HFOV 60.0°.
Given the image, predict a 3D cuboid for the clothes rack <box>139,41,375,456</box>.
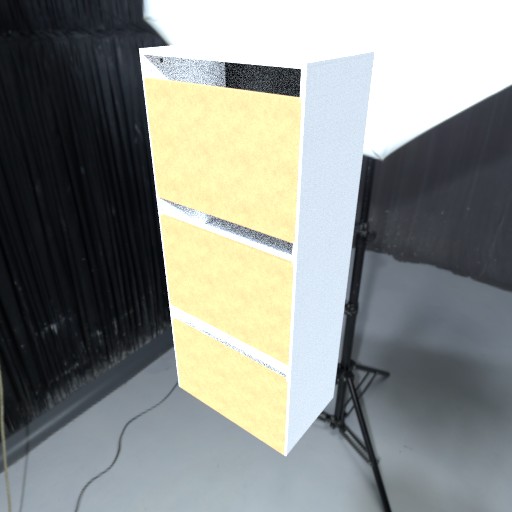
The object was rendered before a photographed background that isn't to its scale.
[{"bbox_3d":[0.000,0.000,1.402,0.500,1.187,0.330,21,36,32],"label":"clothes rack"}]
